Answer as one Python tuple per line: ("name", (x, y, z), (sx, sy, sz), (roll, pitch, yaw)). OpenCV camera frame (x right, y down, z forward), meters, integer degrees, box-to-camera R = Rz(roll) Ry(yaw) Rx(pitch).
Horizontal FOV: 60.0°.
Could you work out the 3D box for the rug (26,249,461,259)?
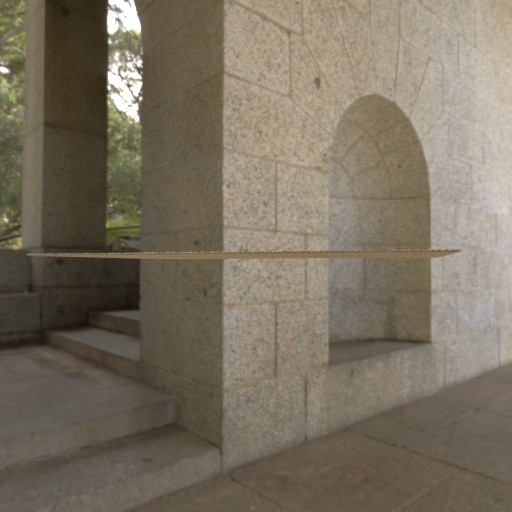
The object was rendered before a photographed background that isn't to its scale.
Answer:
("rug", (0.000, 0.000, 2.256), (1.783, 0.008, 1.175), (0, -1, 19))
